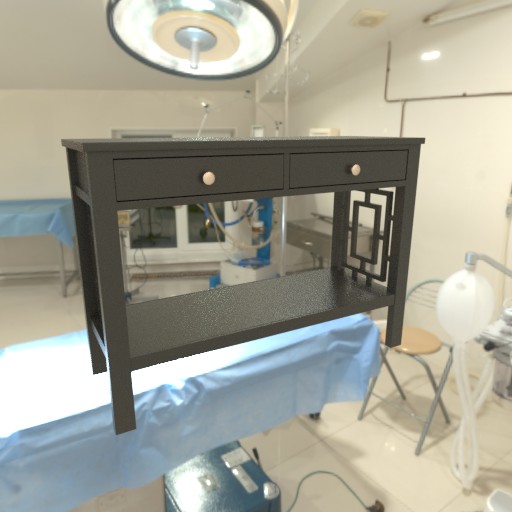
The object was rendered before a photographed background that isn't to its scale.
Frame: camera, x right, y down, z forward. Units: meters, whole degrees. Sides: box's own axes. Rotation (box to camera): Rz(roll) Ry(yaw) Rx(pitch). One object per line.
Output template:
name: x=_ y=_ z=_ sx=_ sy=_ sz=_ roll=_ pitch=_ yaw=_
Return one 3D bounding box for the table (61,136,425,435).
table: x=0.000 y=0.000 z=1.467 sx=1.068 sy=0.753 sz=0.397 roll=-9 pitch=18 yaw=-28
